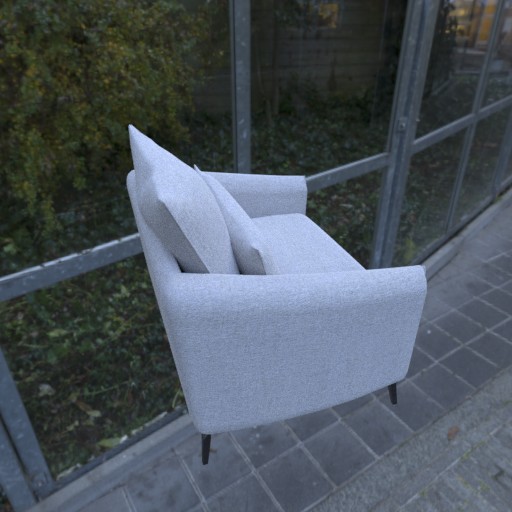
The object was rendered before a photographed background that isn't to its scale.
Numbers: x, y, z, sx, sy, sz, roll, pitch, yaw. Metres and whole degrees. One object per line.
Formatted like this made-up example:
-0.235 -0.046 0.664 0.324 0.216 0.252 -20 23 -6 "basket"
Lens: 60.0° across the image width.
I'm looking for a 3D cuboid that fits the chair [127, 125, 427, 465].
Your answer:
0.000 0.000 1.647 0.801 0.856 1.029 -10 31 -17 "chair"
